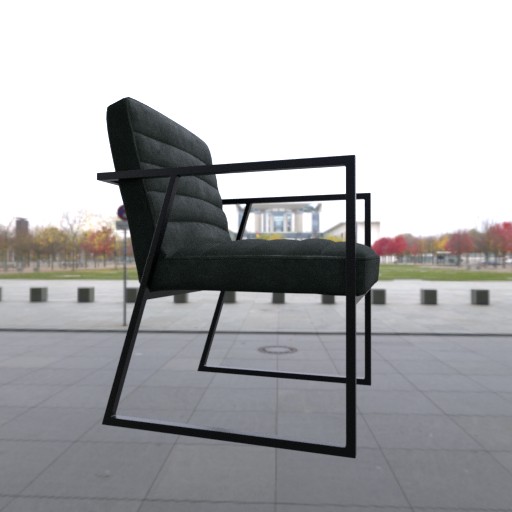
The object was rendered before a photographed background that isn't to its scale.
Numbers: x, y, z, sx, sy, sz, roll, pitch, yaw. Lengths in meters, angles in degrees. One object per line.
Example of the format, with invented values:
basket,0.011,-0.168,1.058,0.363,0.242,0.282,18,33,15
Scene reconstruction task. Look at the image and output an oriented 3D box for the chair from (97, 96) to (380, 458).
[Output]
chair,0.000,0.000,1.272,0.677,0.833,0.571,0,0,18
